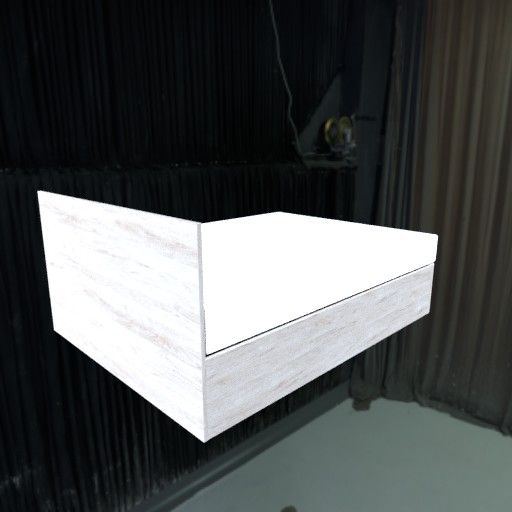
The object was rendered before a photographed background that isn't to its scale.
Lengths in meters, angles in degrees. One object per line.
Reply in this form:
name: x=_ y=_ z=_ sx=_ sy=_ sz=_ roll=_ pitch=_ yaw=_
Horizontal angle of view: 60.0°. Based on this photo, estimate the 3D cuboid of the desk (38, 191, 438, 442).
desk: x=0.000 y=0.000 z=2.630 sx=1.900 sy=0.800 sz=1.400 roll=-14 pitch=20 yaw=-43
